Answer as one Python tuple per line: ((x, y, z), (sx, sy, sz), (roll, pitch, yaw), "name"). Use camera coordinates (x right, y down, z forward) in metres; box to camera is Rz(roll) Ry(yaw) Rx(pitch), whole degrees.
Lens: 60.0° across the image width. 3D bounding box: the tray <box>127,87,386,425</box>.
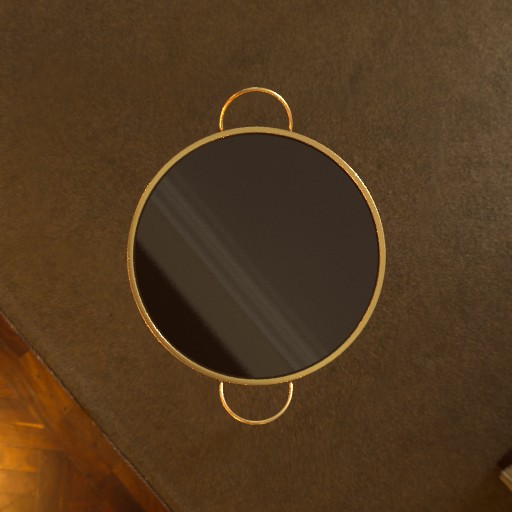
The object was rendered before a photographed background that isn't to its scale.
((0.000, 0.000, 0.745), (0.438, 0.069, 0.543), (0, 90, 1), "tray")
